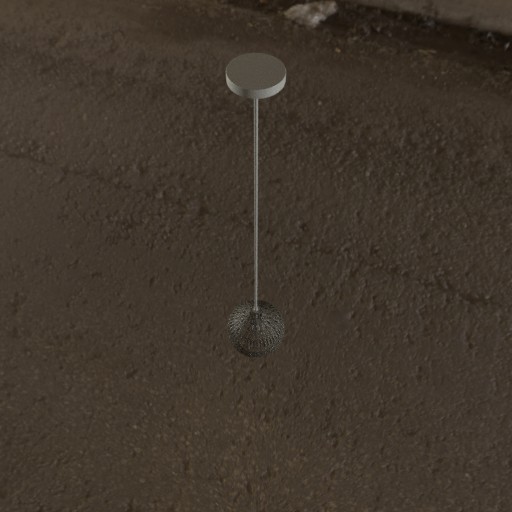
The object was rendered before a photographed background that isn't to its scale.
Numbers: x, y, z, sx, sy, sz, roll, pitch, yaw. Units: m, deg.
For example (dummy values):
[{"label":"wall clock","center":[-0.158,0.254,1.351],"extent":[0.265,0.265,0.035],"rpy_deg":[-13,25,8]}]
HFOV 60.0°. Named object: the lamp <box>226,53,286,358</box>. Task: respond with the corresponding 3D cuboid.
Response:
[{"label":"lamp","center":[0.000,0.000,2.040],"extent":[0.355,1.919,0.355],"rpy_deg":[-14,59,-8]}]
